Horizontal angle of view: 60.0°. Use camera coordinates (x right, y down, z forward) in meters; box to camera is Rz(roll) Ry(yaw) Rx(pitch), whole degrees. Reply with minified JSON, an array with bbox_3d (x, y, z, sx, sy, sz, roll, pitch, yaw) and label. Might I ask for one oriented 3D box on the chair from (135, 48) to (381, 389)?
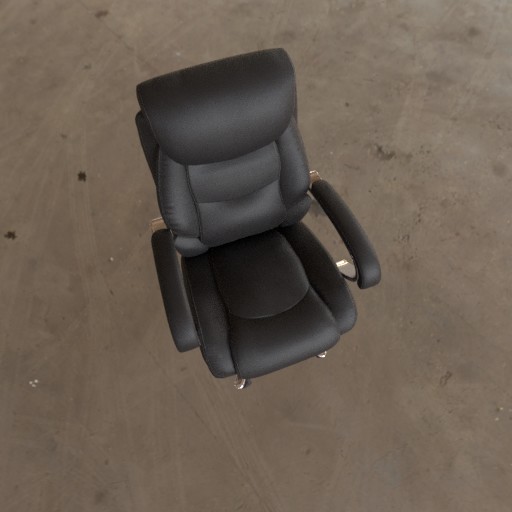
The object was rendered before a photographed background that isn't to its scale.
[{"bbox_3d":[0.000,0.000,1.692,0.755,1.183,0.790,-18,64,-9],"label":"chair"}]
